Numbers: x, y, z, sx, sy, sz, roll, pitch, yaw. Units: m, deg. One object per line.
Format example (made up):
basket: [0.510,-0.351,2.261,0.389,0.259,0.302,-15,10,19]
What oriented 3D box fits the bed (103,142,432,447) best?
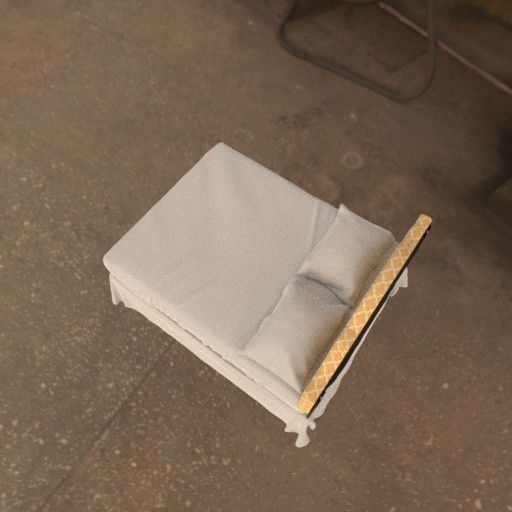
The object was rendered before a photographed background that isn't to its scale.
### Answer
bed: [0.000,0.000,3.512,2.222,1.633,1.780,33,66,16]
